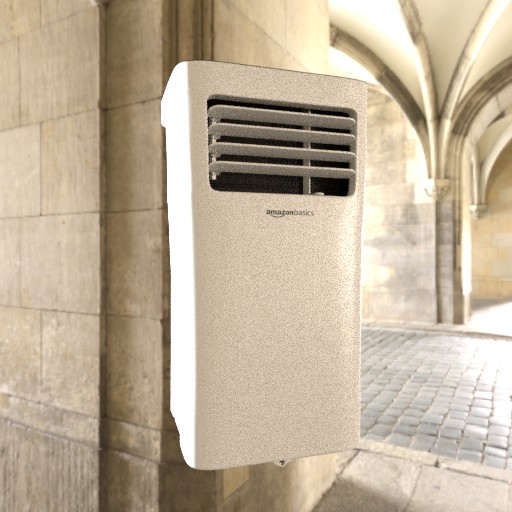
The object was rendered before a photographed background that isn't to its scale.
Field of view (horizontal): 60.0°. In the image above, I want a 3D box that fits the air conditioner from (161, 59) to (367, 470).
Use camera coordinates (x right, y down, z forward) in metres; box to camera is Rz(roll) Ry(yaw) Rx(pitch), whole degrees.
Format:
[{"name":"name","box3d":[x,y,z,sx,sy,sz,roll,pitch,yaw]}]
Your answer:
[{"name":"air conditioner","box3d":[0.000,0.000,0.901,0.352,0.716,0.369,0,0,-17]}]
